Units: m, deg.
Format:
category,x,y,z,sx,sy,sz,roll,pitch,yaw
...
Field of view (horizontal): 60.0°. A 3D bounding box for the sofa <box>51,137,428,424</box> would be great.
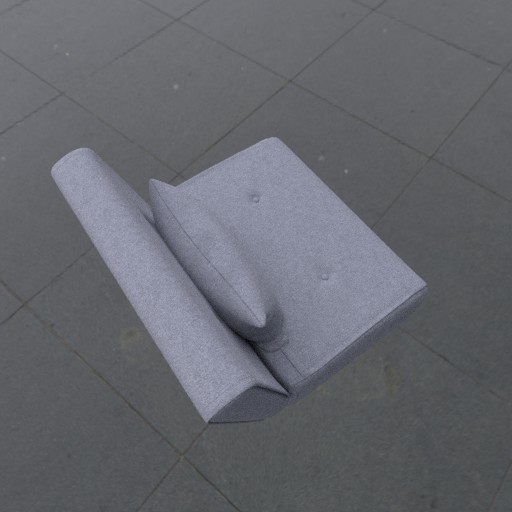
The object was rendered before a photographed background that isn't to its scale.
category,x,y,z,sx,sy,sz,roll,pitch,yaw
sofa,0.000,0.000,1.745,1.000,0.825,1.020,-32,64,-17
